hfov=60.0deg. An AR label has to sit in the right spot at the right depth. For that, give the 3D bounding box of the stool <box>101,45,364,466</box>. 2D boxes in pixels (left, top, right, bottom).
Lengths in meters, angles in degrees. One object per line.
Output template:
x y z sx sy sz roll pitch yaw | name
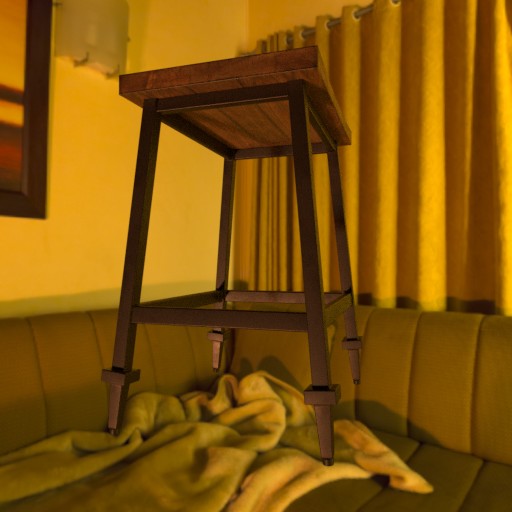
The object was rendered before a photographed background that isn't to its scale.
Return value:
0.000 0.000 0.934 0.405 0.625 0.486 0 0 18 | stool
